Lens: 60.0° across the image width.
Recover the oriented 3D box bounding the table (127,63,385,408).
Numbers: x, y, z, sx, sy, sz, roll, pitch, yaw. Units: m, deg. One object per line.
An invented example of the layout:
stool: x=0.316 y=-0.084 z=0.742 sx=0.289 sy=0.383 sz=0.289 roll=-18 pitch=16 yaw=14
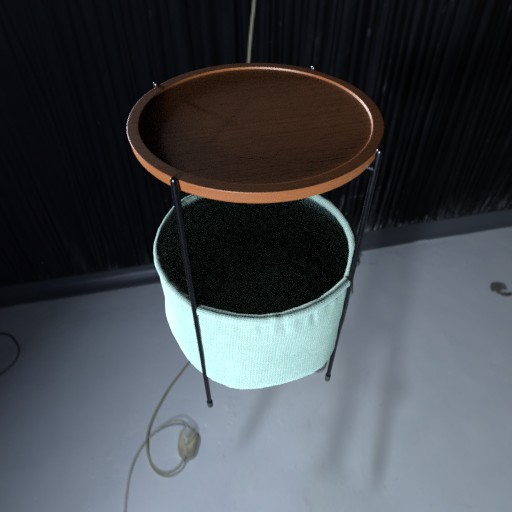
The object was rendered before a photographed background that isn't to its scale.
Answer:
table: x=0.000 y=0.000 z=0.896 sx=0.400 sy=0.623 sz=0.400 roll=-10 pitch=47 yaw=-9
